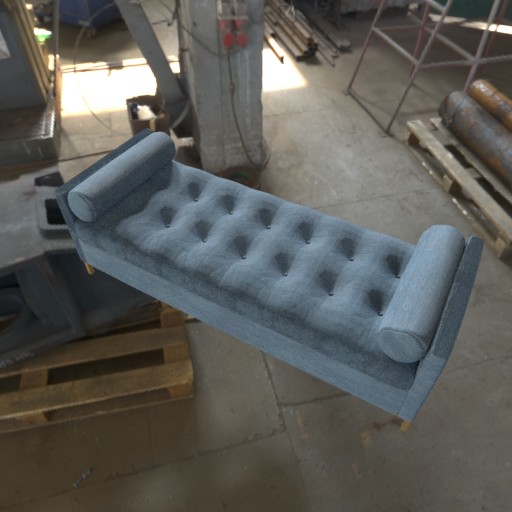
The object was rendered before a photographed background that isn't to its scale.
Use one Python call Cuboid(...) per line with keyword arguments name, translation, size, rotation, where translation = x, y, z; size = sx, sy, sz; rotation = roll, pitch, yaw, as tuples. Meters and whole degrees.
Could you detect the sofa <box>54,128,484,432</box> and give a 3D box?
Cuboid(name="sofa", translation=(0.000, 0.000, 2.446), size=(2.102, 0.705, 0.796), rotation=(22, 50, 20))
